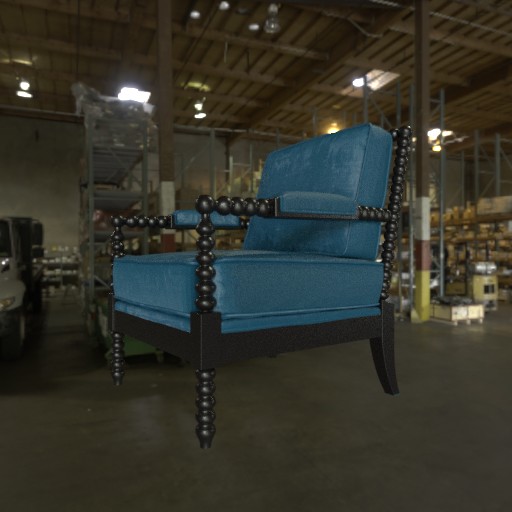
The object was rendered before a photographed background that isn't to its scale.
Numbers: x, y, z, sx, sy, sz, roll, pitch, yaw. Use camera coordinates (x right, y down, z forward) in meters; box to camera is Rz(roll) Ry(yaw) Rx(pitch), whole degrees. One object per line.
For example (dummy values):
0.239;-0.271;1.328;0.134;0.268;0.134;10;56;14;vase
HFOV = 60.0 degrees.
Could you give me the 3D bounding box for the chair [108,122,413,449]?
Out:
0.000;0.000;1.447;0.805;0.857;0.688;0;0;-36;chair
